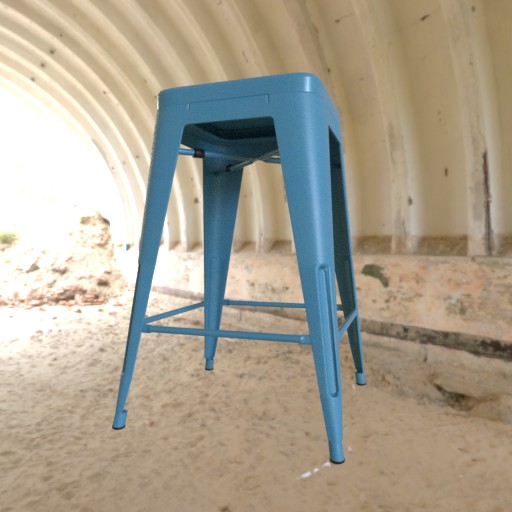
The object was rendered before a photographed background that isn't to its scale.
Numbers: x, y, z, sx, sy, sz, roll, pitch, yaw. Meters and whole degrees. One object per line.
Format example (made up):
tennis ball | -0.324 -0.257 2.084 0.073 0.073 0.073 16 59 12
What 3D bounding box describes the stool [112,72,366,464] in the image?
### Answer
stool | 0.000 0.000 0.904 0.410 0.608 0.410 0 2 18
